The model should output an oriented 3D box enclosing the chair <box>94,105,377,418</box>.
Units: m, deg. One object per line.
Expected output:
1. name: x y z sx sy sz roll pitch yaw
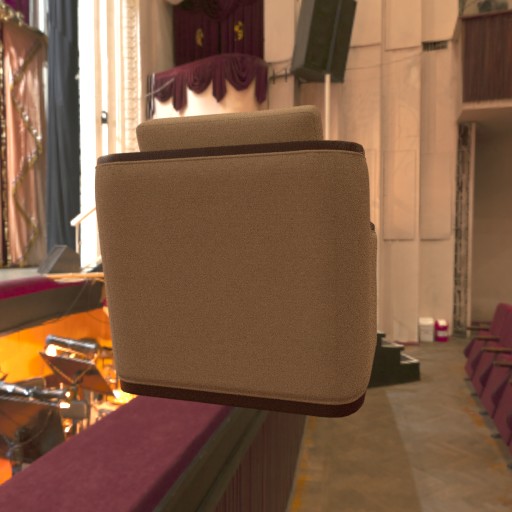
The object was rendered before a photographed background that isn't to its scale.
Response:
1. chair: 0.000 0.000 1.683 0.870 0.930 0.950 1 2 17
